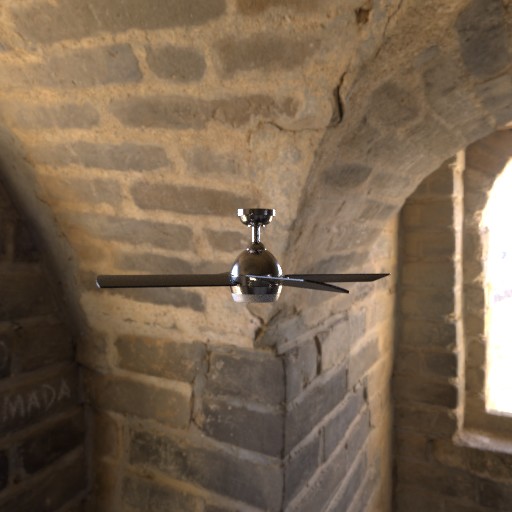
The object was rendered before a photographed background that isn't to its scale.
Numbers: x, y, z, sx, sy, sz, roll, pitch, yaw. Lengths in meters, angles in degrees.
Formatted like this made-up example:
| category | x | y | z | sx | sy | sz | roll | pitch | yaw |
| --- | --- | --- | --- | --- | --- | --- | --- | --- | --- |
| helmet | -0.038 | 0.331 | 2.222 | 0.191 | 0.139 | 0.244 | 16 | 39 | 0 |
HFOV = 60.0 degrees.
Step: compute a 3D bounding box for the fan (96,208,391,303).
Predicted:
| category | x | y | z | sx | sy | sz | roll | pitch | yaw |
| --- | --- | --- | --- | --- | --- | --- | --- | --- | --- |
| fan | 0.000 | 0.000 | 1.967 | 1.332 | 0.403 | 1.332 | 0 | -1 | -20 |
